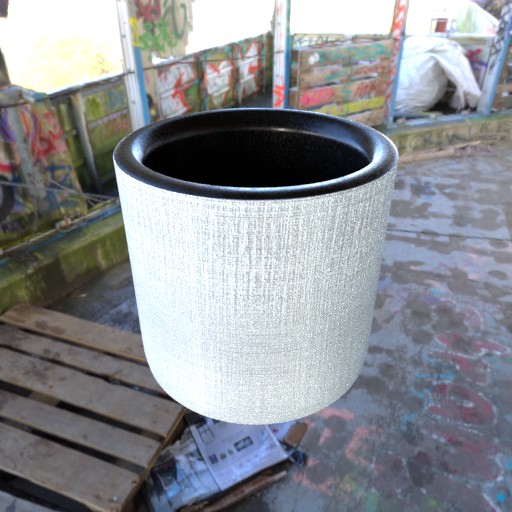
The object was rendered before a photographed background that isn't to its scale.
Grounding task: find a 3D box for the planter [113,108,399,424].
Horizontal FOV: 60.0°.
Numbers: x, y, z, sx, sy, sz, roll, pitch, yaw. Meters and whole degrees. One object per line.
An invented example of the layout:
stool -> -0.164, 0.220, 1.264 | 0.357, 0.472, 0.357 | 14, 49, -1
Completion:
planter -> 0.000, 0.000, 0.292 | 0.160, 0.156, 0.160 | 0, 32, 0
